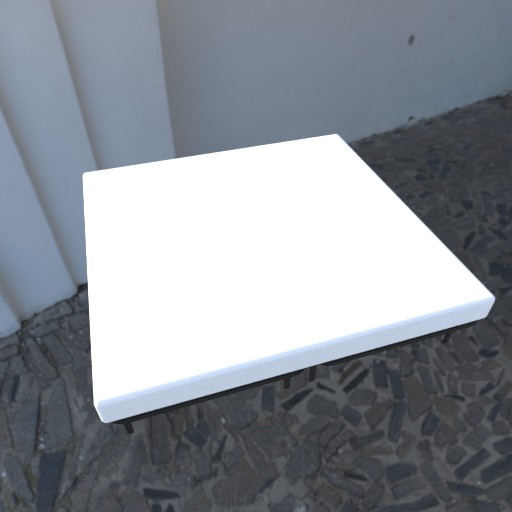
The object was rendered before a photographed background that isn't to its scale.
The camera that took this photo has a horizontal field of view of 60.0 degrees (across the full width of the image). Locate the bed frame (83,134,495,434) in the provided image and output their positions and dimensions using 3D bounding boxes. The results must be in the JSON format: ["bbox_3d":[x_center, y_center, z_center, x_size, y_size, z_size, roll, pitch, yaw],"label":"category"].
[{"bbox_3d":[0.000,0.000,2.928,2.033,0.525,1.935,-12,44,-13],"label":"bed frame"}]
